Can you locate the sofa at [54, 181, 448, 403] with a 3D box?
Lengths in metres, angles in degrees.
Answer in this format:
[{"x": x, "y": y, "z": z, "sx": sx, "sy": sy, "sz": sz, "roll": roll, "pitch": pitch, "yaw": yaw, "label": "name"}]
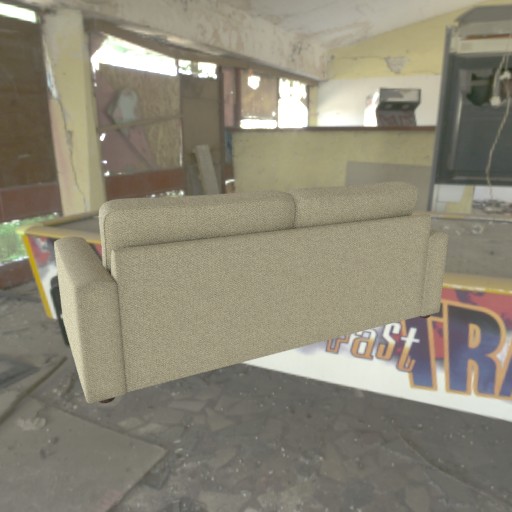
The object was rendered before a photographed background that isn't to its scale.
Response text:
[{"x": 0.000, "y": 0.000, "z": 2.709, "sx": 2.179, "sy": 0.873, "sz": 1.016, "roll": -8, "pitch": 17, "yaw": -27, "label": "sofa"}]
